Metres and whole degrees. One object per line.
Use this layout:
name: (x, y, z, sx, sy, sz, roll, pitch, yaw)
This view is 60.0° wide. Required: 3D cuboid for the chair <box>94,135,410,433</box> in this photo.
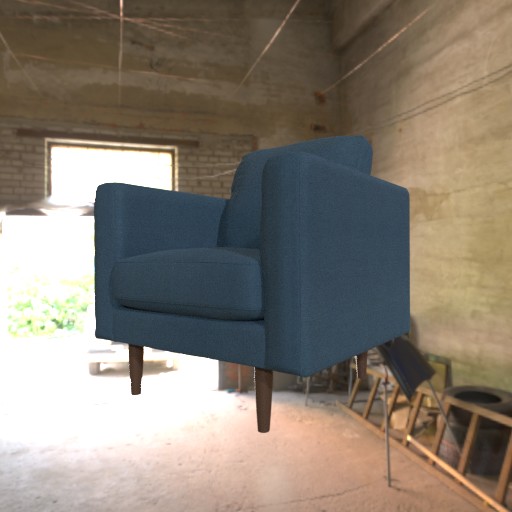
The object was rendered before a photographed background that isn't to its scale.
chair: (0.000, 0.000, 1.578, 0.855, 0.922, 0.820, 0, 0, 37)
